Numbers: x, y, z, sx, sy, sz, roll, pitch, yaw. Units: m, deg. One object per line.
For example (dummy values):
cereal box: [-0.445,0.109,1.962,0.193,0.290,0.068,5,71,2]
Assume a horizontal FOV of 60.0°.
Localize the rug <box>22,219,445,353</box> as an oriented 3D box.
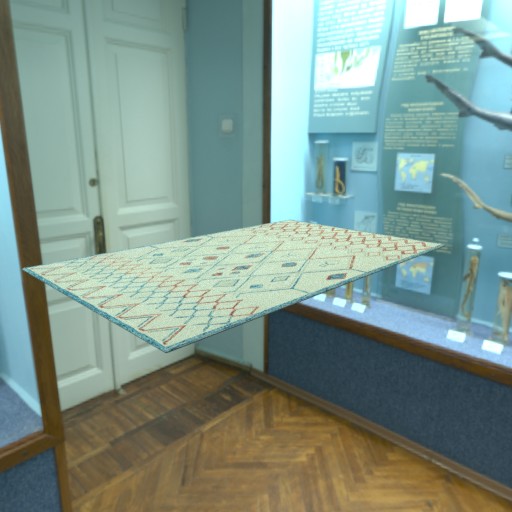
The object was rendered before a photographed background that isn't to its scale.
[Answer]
rug: [0.000,0.000,2.965,2.438,0.015,1.524,-14,20,-43]
